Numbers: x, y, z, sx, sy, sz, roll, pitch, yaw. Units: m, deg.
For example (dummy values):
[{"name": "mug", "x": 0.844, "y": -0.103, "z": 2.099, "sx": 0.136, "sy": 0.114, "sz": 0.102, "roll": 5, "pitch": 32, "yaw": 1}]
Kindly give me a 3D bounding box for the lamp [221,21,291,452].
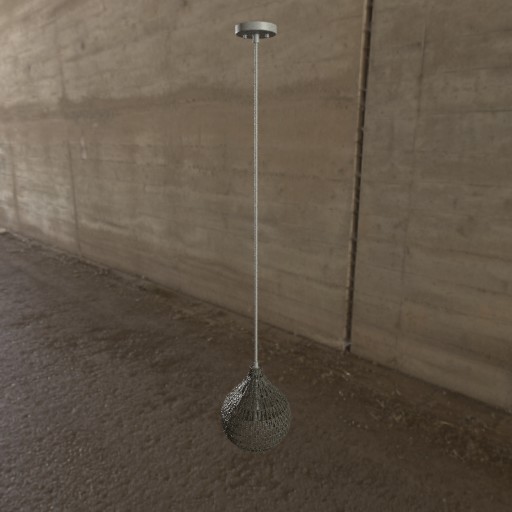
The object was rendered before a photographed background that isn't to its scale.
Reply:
[{"name": "lamp", "x": 0.000, "y": 0.000, "z": 2.038, "sx": 0.355, "sy": 1.919, "sz": 0.355, "roll": 2, "pitch": 15, "yaw": 9}]
